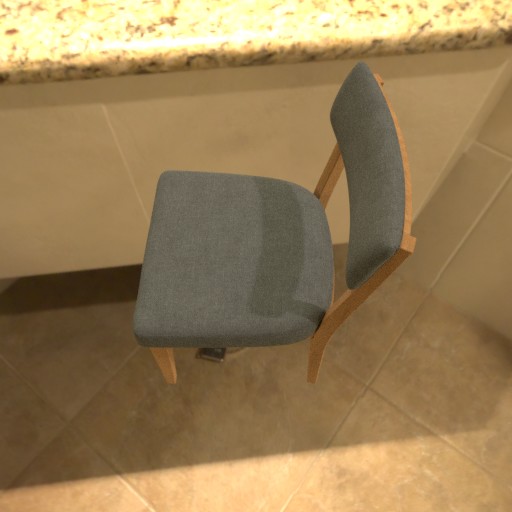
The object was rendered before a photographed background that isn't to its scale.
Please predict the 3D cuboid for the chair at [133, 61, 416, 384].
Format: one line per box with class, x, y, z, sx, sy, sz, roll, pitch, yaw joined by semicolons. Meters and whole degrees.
chair;0.000;0.000;1.171;0.572;0.832;0.508;1;58;1
